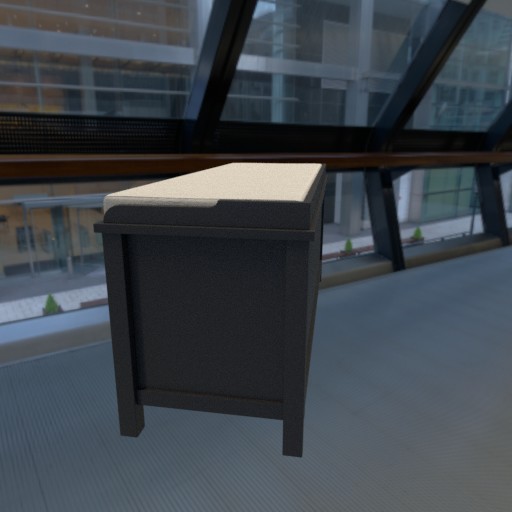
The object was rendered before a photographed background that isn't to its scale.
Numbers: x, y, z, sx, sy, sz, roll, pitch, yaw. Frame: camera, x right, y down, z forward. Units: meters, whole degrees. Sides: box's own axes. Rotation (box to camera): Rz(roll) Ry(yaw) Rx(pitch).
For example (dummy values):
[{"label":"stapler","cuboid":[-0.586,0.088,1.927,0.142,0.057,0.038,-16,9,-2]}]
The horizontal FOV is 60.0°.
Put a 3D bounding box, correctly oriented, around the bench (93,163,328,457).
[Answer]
[{"label":"bench","cuboid":[0.000,0.000,1.363,0.398,0.501,1.140,3,15,10]}]
